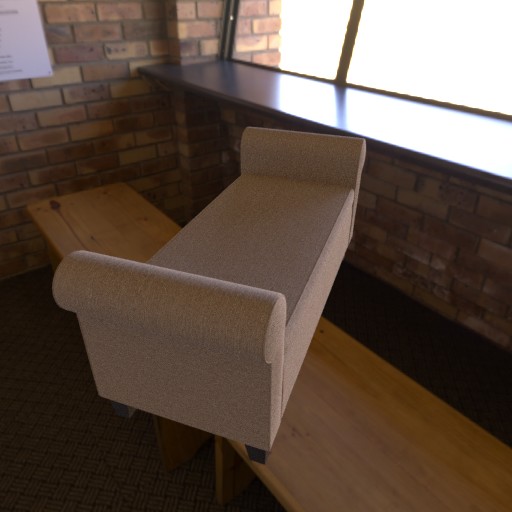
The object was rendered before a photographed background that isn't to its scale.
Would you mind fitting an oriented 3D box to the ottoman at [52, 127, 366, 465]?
[{"bbox_3d":[0.000,0.000,1.522,0.521,0.547,1.256,11,33,17],"label":"ottoman"}]
